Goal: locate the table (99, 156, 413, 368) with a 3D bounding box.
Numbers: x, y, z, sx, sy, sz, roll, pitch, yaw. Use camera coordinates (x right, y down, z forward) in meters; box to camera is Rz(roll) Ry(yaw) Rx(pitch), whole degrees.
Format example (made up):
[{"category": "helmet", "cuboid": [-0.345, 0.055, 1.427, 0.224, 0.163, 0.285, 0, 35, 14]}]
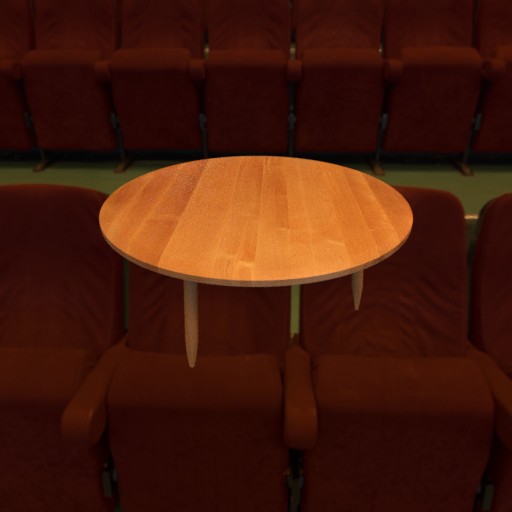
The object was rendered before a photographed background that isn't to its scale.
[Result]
[{"category": "table", "cuboid": [0.000, 0.000, 1.425, 0.900, 0.400, 0.900, 0, 29, 0]}]
